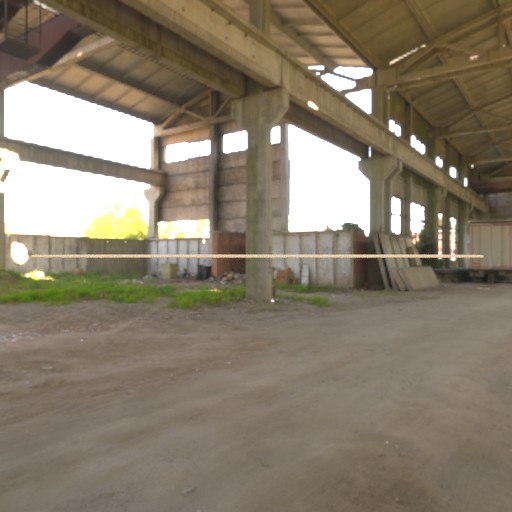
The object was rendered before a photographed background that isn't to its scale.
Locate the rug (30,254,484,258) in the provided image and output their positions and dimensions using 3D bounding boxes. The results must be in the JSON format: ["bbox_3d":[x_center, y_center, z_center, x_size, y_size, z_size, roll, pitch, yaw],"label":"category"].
[{"bbox_3d":[0.000,0.000,2.560,2.276,0.014,0.678,0,0,1],"label":"rug"}]
